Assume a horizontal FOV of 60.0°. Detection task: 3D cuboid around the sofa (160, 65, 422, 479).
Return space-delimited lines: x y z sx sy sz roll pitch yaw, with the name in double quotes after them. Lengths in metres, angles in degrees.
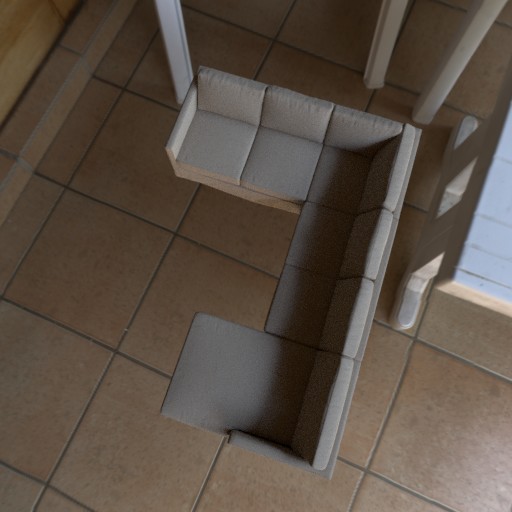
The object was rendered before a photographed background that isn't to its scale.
0.000 0.000 4.420 2.427 0.882 3.460 18 77 4 "sofa"
